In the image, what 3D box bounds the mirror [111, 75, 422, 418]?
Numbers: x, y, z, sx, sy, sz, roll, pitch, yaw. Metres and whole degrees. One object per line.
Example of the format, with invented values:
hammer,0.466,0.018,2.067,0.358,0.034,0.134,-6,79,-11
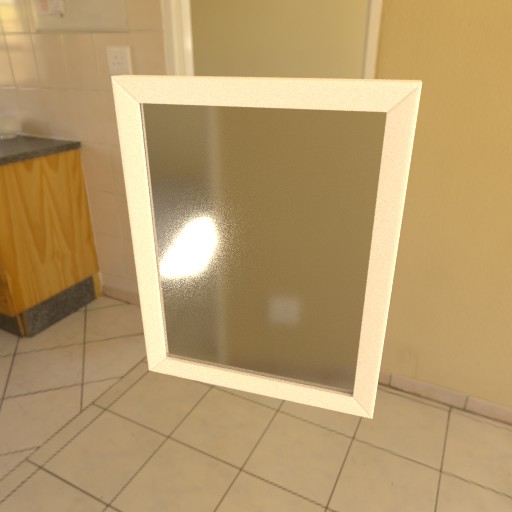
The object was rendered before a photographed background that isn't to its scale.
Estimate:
mirror,0.000,0.000,0.680,0.405,0.508,0.041,7,26,15
